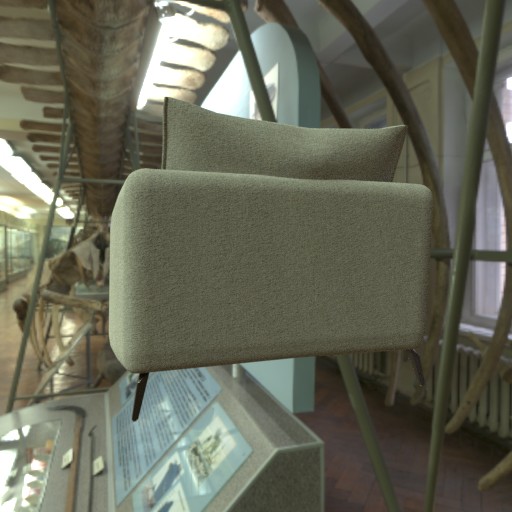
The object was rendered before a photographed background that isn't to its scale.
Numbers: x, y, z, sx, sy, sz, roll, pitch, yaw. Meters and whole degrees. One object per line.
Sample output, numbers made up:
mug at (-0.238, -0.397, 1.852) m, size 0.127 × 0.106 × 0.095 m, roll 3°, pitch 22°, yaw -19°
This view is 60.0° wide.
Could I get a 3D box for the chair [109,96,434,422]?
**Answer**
chair at (0.000, 0.000, 1.630) m, size 1.029 × 0.856 × 0.801 m, roll 0°, pitch 1°, yaw -19°
